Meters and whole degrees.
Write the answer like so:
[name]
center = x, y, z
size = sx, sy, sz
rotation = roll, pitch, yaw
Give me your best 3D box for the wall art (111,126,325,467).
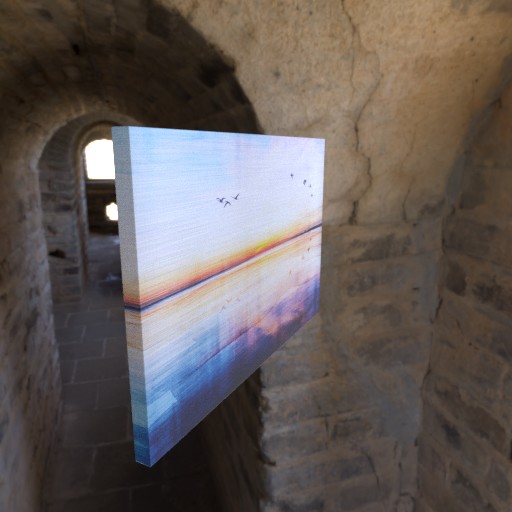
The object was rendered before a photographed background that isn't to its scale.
[wall art]
center = 0.000, 0.000, 1.148
size = 0.037, 0.605, 0.911
rotation = 7, 15, 27
